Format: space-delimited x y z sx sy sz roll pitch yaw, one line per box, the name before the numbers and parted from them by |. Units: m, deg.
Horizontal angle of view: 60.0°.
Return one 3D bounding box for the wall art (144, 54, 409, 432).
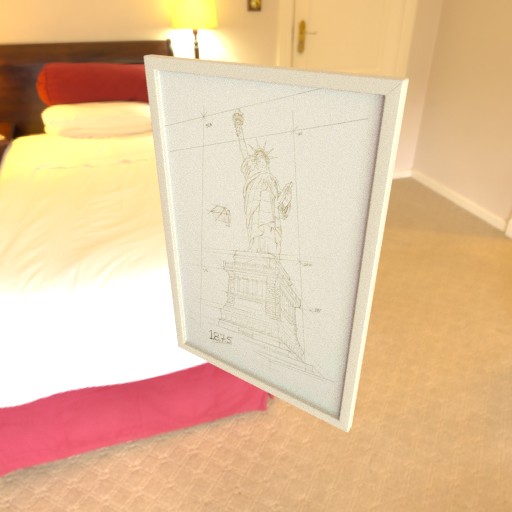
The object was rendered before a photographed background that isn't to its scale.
wall art | 0.000 0.000 1.482 0.808 1.183 0.038 19 35 28
